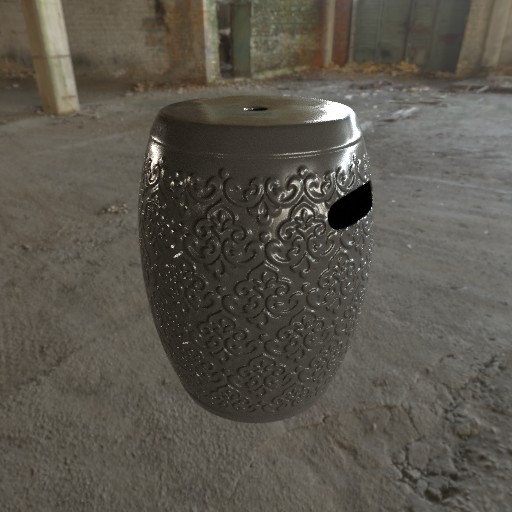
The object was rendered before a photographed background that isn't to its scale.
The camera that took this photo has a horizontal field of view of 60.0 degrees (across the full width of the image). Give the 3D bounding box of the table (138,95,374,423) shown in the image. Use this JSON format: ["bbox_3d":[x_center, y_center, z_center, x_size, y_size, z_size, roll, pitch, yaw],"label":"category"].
[{"bbox_3d":[0.000,0.000,0.616,0.309,0.397,0.309,0,27,0],"label":"table"}]
